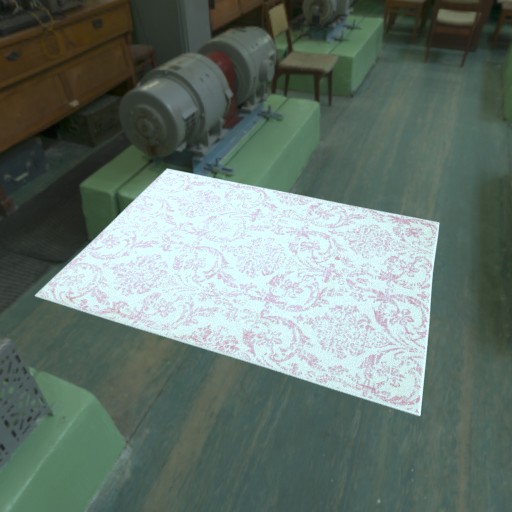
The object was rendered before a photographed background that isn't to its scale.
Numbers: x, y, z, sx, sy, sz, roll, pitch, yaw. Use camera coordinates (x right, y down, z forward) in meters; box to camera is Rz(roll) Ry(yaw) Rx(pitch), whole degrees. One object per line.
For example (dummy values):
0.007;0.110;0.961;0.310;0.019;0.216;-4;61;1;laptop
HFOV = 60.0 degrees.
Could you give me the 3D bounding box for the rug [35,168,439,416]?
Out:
0.000;0.000;2.893;2.202;0.014;1.598;14;43;15;rug
